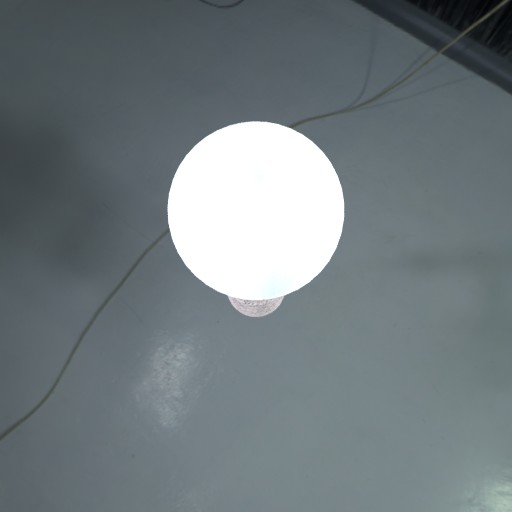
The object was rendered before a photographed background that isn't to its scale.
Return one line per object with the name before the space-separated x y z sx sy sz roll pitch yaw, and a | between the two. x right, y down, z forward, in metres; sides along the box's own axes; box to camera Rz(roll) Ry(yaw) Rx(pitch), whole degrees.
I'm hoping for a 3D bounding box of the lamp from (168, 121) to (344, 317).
lamp | 0.000 0.000 0.550 0.153 0.480 0.153 0 76 0
